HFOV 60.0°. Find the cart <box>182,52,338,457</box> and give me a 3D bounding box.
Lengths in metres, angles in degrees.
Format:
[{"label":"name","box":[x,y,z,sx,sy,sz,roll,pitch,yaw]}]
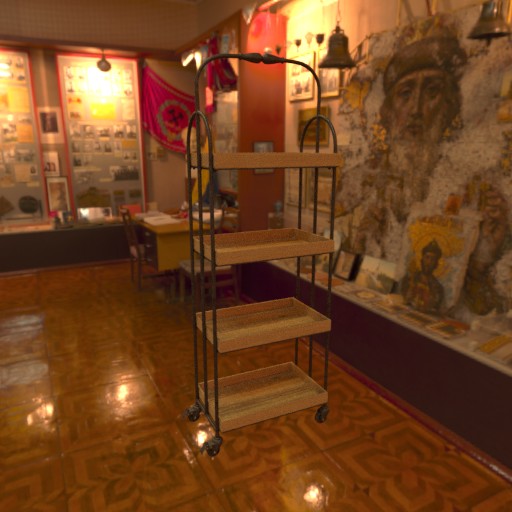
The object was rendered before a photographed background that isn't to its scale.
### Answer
[{"label":"cart","box":[0.000,0.000,1.745,0.581,1.481,0.308,-6,15,-25]}]
